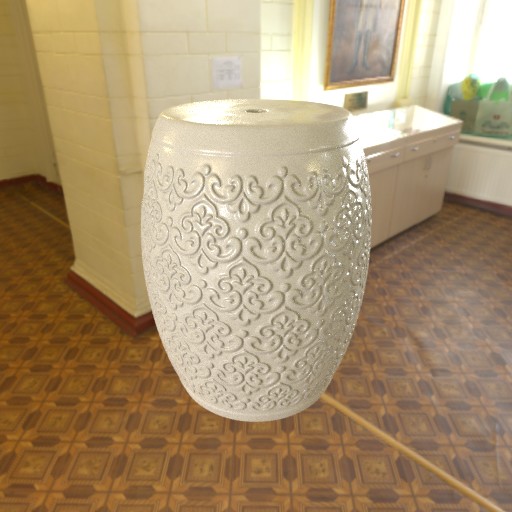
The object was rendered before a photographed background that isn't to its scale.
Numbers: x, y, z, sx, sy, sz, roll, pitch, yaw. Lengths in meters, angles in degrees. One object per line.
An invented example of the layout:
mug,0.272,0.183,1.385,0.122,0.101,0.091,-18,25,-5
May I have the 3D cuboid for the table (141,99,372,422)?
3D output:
table,0.000,0.000,0.625,0.309,0.397,0.309,0,26,0
